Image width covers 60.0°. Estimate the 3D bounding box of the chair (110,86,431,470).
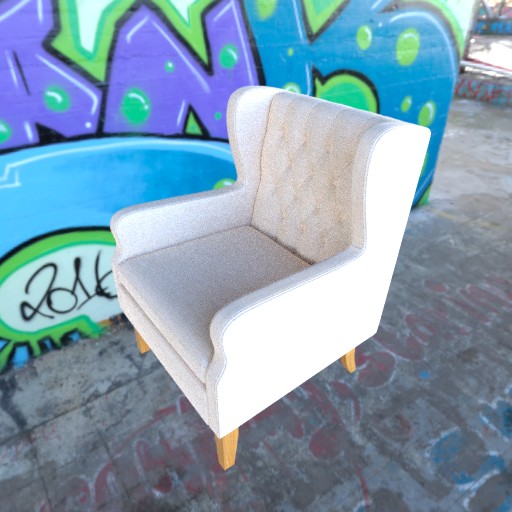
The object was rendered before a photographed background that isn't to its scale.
[{"bbox_3d":[0.000,0.000,1.467,0.760,0.930,0.710,-21,37,-30],"label":"chair"}]
